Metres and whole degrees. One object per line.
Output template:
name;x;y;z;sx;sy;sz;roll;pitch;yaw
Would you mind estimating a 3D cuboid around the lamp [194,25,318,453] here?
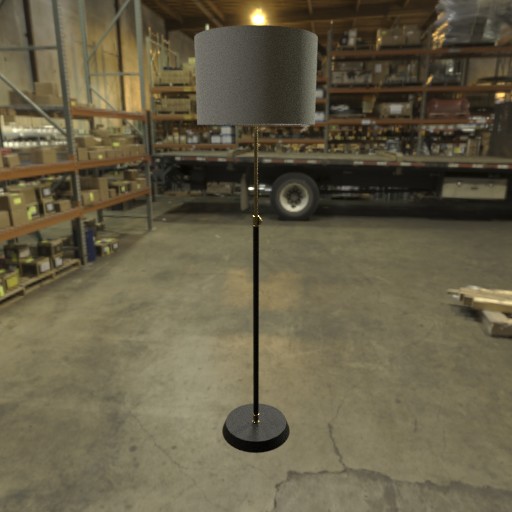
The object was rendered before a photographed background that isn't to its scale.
lamp;0.000;0.000;1.663;0.404;1.517;0.404;2;16;8
